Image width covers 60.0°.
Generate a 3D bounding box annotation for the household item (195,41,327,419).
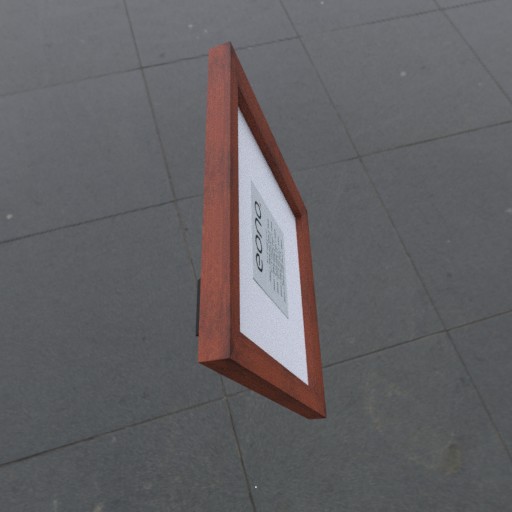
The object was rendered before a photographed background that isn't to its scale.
[{"bbox_3d":[0.000,0.000,0.384,0.131,0.240,0.240,-1,62,-1],"label":"household item"}]
